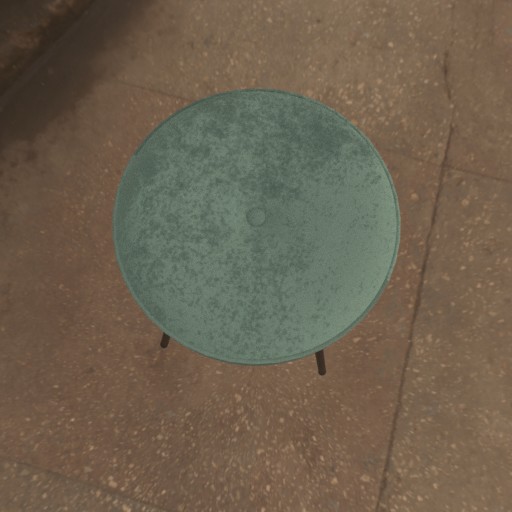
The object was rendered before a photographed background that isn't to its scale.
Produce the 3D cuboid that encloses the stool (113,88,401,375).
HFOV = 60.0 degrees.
[{"bbox_3d":[0.000,0.000,0.858,0.457,0.519,0.458,18,77,4],"label":"stool"}]
